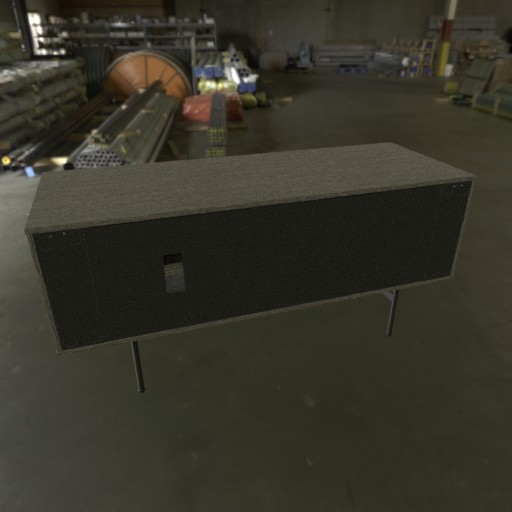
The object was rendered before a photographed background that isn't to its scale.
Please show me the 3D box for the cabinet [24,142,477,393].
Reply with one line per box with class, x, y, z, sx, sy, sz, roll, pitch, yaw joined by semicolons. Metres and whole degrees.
cabinet;0.000;0.000;1.558;1.300;0.599;0.500;-9;29;-16
